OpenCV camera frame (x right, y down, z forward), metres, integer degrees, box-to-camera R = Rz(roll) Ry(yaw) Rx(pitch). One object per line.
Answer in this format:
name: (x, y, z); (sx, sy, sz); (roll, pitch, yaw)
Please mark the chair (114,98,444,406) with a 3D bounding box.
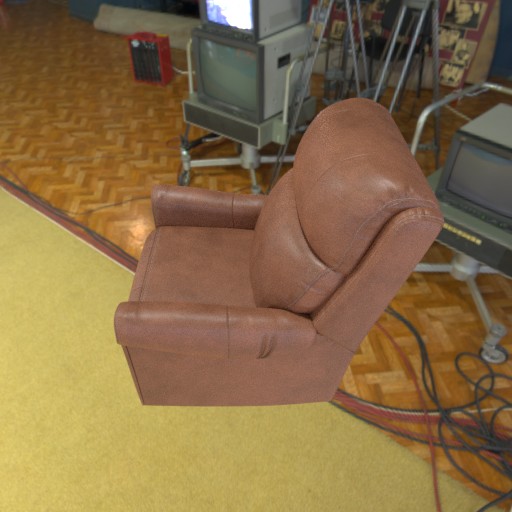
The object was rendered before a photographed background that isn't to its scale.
chair: (0.000, 0.000, 1.739); (1.014, 1.054, 0.838); (0, 42, 0)
